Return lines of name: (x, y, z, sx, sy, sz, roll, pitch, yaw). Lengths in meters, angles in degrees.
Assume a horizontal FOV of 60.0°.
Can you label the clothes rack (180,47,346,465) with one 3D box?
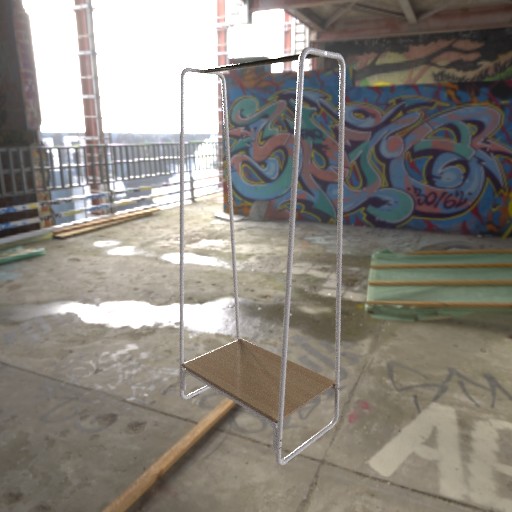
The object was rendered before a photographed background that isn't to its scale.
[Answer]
clothes rack: (0.000, 0.000, 1.843, 0.640, 1.500, 0.400, 15, 21, 43)
